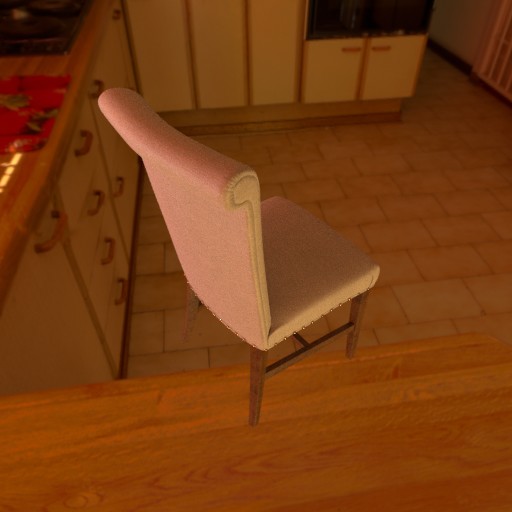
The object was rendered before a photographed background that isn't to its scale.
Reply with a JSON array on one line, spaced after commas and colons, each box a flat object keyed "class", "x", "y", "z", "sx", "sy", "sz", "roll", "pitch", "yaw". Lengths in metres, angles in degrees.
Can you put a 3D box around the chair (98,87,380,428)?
[{"class": "chair", "x": 0.000, "y": 0.000, "z": 1.336, "sx": 0.608, "sy": 0.988, "sz": 0.513, "roll": -28, "pitch": 49, "yaw": -28}]
